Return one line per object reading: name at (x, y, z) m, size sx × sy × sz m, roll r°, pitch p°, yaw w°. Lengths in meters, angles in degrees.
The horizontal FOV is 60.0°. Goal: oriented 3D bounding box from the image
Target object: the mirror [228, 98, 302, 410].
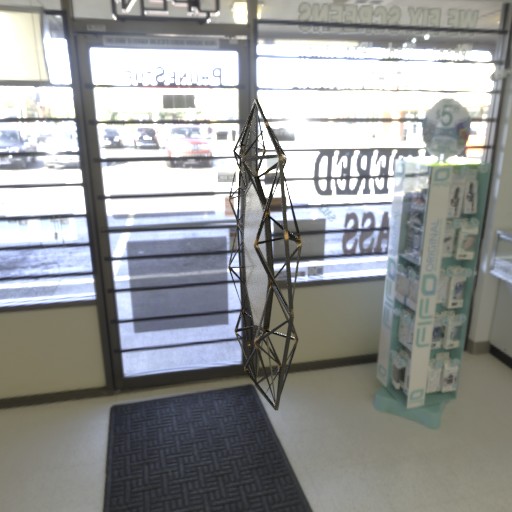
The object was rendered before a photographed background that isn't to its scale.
mirror at (0.000, 0.000, 1.060) m, size 0.094 × 0.710 × 0.710 m, roll -3°, pitch 17°, yaw -9°
